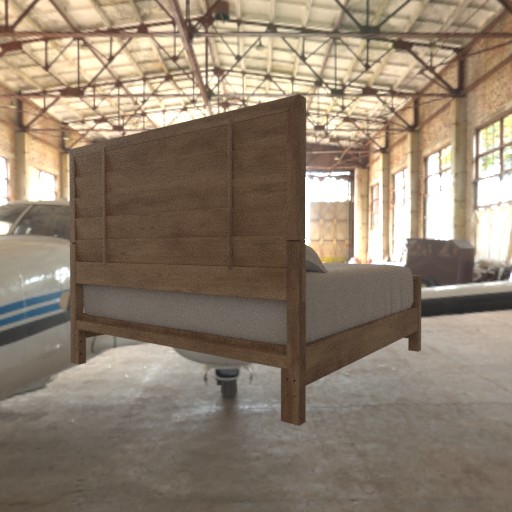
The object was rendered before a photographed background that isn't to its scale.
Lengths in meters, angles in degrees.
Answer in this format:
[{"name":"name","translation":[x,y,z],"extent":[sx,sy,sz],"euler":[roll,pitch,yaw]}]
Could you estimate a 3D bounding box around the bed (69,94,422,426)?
[{"name":"bed","translation":[0.000,0.000,3.584],"extent":[2.032,1.626,2.032],"euler":[1,1,37]}]
